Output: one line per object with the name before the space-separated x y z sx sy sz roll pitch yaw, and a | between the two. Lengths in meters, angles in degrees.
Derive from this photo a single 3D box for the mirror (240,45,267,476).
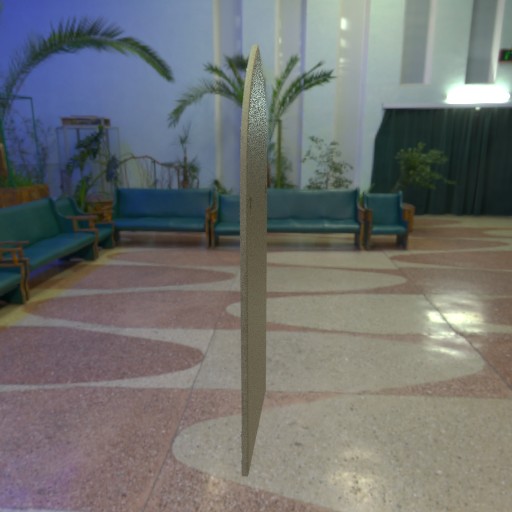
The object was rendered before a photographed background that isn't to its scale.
mirror | 0.000 0.000 1.338 0.025 1.175 0.464 2 14 7
